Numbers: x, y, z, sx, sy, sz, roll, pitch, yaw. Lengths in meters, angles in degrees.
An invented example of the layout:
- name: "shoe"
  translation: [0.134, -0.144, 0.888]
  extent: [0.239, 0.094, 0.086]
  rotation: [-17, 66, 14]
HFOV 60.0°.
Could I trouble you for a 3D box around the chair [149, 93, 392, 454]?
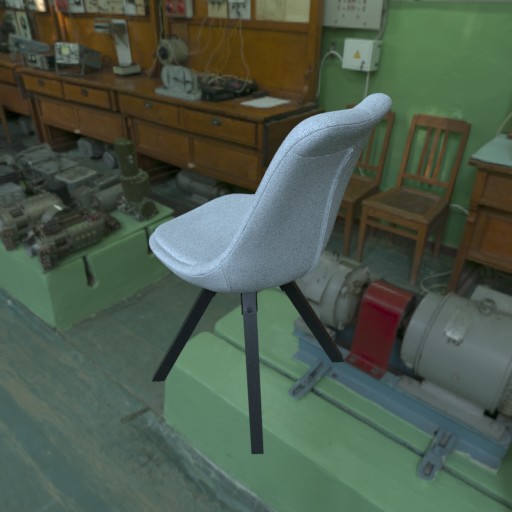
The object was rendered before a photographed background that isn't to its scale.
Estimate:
- name: "chair"
  translation: [0.000, 0.000, 1.179]
  extent: [0.550, 0.850, 0.485]
  rotation: [22, 38, 32]
